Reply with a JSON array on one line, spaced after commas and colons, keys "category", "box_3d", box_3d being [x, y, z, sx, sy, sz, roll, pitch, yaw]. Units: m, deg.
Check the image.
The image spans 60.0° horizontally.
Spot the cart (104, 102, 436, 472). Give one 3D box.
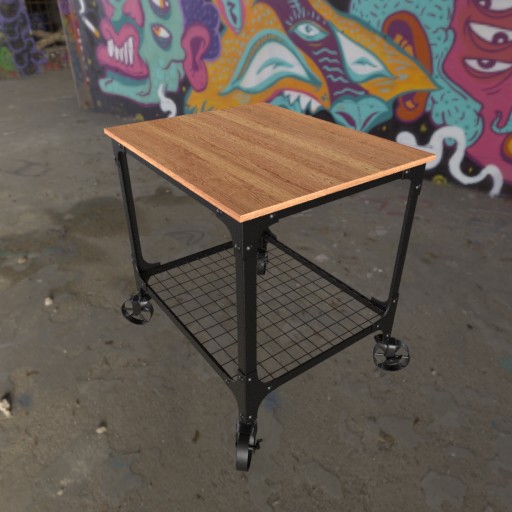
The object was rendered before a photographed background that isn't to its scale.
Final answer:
[{"category": "cart", "box_3d": [0.000, 0.000, 1.143, 0.558, 0.603, 0.666, -21, 37, -30]}]
